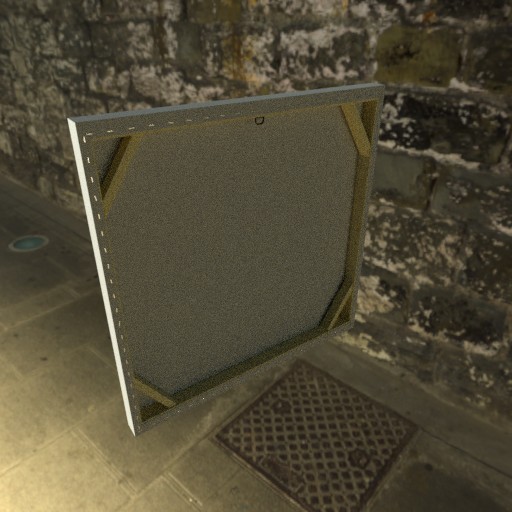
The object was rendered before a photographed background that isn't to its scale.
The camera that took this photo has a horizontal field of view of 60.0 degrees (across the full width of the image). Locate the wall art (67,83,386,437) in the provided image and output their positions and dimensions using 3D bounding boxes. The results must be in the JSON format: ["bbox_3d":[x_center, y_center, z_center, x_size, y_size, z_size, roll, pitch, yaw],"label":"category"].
[{"bbox_3d":[0.000,0.000,0.898,0.610,0.610,0.038,-19,34,-30],"label":"wall art"}]
